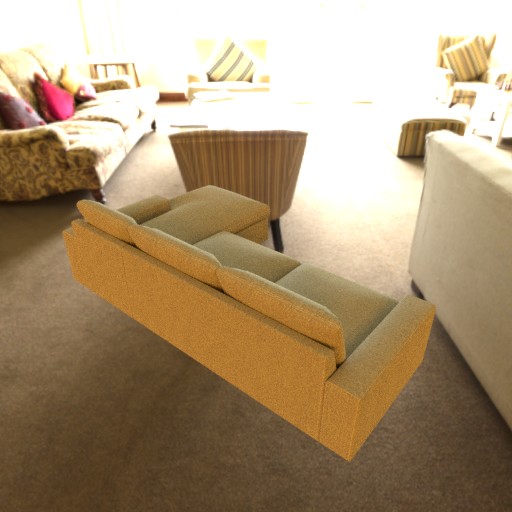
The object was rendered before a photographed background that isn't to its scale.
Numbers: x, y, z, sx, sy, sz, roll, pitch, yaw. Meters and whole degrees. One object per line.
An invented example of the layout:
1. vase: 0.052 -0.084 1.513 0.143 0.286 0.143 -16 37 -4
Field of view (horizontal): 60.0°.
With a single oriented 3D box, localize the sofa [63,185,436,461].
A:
1. sofa: 0.000 0.000 3.466 2.718 0.813 1.689 23 38 33
